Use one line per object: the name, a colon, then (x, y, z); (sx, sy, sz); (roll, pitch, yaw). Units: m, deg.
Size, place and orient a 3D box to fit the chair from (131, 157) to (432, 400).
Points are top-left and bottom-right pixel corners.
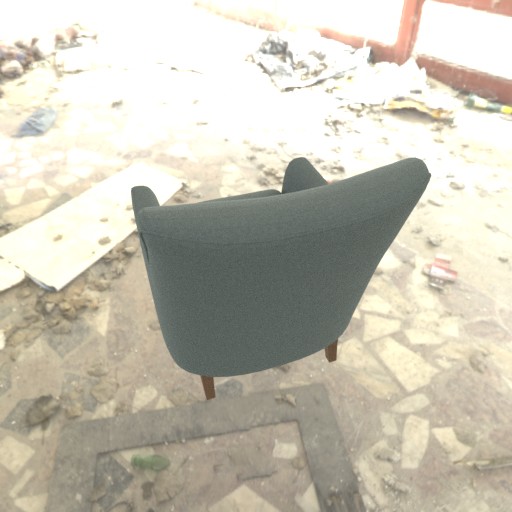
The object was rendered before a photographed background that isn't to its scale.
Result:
chair: (0.000, 0.000, 1.560); (0.756, 0.916, 0.879); (-13, 43, -14)
